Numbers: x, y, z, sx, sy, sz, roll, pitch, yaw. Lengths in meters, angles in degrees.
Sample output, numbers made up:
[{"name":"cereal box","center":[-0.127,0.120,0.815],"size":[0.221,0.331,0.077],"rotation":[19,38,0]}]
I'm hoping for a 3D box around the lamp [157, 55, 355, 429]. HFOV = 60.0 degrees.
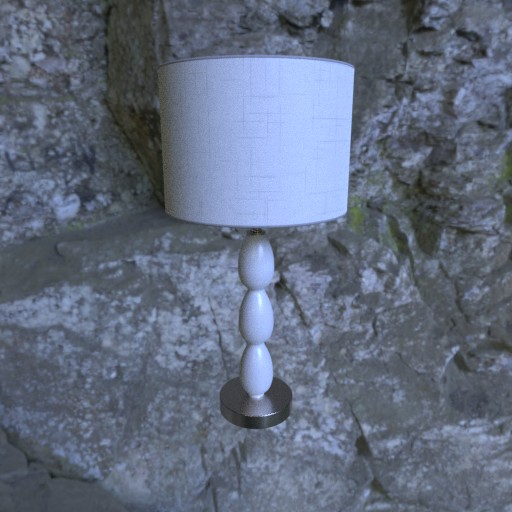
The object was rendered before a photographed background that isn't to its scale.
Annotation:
[{"name":"lamp","center":[0.000,0.000,0.718],"size":[0.280,0.559,0.282],"rotation":[-3,16,-9]}]
